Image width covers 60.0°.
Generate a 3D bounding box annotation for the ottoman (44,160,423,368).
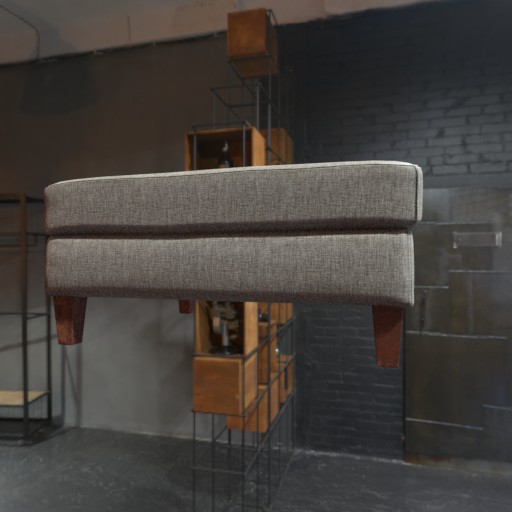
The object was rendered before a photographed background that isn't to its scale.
[{"bbox_3d":[0.000,0.000,1.458,0.994,0.492,0.839,0,0,17],"label":"ottoman"}]
